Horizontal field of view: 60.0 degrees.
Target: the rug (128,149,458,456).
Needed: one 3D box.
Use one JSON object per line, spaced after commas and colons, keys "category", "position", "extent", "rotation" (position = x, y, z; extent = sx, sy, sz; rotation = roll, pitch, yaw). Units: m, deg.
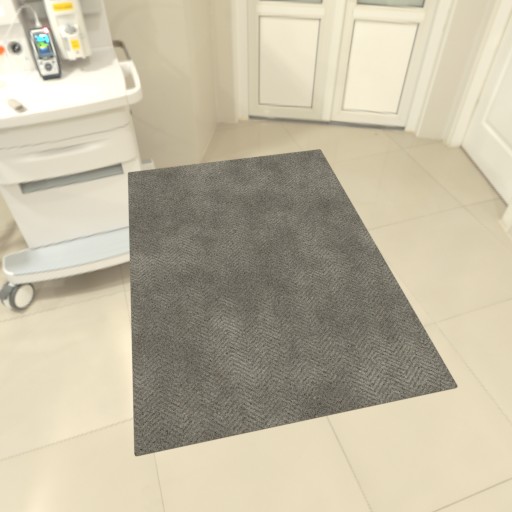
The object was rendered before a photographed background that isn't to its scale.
{"category": "rug", "position": [0.000, 0.000, 2.874], "extent": [1.600, 0.008, 2.235], "rotation": [-9, 46, -8]}
